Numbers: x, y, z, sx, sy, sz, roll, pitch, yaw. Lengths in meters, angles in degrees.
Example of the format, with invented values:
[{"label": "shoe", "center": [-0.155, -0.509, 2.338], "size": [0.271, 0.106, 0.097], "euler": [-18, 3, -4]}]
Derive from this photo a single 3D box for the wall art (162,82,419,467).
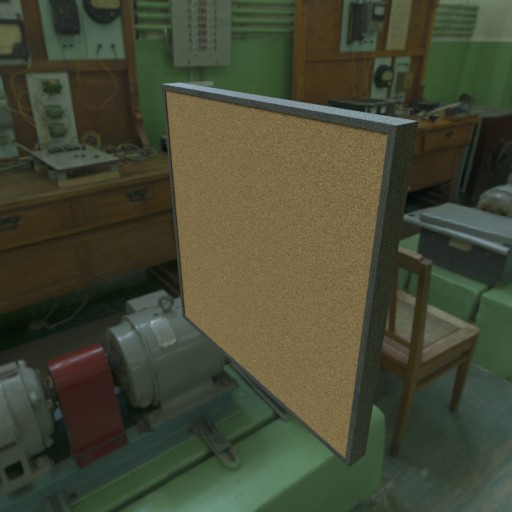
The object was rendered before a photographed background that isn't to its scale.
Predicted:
[{"label": "wall art", "center": [0.000, 0.000, 0.748], "size": [0.037, 0.507, 0.507], "euler": [-19, 33, -33]}]
